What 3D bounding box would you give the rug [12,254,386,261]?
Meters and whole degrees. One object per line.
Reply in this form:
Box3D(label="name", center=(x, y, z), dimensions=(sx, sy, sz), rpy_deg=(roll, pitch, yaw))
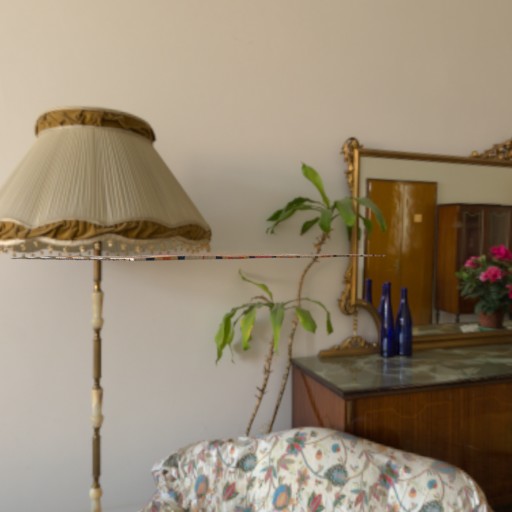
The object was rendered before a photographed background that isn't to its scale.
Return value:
Box3D(label="rug", center=(0.000, 0.000, 2.585), dimensions=(0.695, 0.017, 2.455), rpy_deg=(0, 1, 37))
